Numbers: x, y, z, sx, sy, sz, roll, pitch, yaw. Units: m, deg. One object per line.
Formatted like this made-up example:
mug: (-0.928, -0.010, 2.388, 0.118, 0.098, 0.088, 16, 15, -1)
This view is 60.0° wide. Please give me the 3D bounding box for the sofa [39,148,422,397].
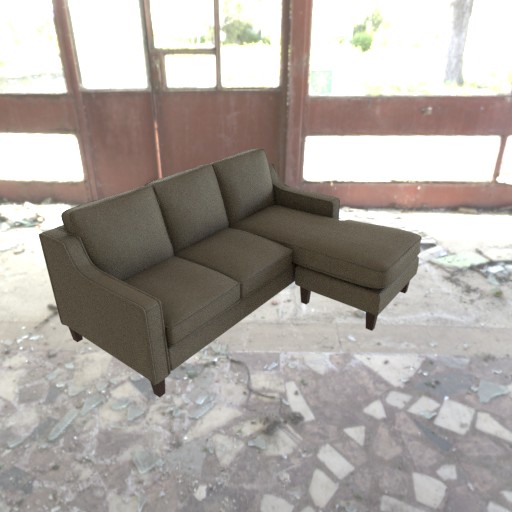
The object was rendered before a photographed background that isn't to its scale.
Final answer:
sofa: (0.000, 0.000, 3.395, 1.858, 1.081, 2.317, 19, 33, 33)
